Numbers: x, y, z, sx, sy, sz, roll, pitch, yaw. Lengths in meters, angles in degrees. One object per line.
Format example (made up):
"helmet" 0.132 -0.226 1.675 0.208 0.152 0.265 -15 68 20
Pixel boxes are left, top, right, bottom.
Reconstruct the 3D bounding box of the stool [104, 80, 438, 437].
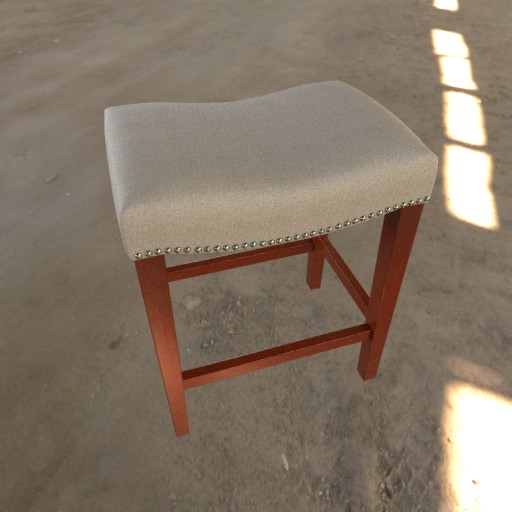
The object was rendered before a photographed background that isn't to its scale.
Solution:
"stool" 0.000 0.000 0.960 0.509 0.632 0.375 -12 42 -13
